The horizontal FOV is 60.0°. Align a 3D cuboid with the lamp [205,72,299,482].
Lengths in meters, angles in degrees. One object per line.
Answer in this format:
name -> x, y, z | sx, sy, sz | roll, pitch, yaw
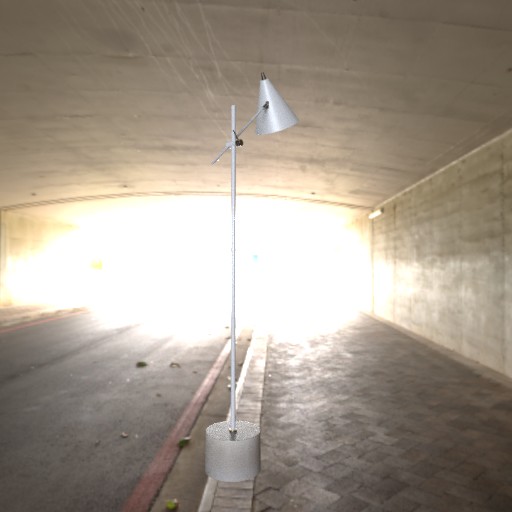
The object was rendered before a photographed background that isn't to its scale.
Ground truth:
lamp -> 0.000, 0.000, 1.643 | 0.223, 1.430, 0.508 | -1, -2, 35
